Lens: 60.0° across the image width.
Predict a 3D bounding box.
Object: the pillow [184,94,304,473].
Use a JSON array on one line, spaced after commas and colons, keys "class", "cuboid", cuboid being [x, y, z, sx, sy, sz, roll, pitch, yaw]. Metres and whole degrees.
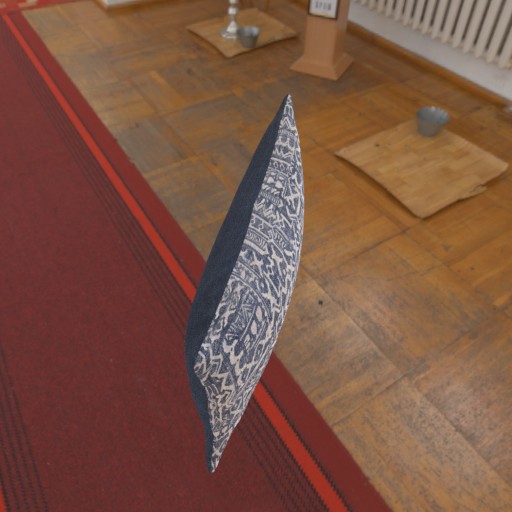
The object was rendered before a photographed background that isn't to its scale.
[{"class": "pillow", "cuboid": [0.000, 0.000, 0.766, 0.148, 0.292, 0.631, 9, 47, 8]}]
